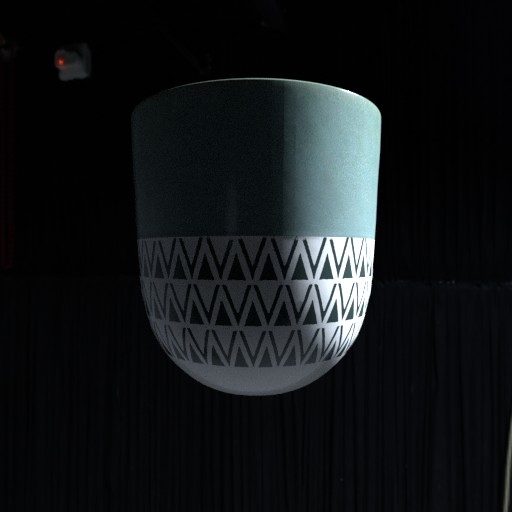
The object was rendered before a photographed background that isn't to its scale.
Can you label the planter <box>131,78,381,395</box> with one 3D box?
[{"bbox_3d":[0.000,0.000,0.365,0.198,0.214,0.198,0,0,0],"label":"planter"}]
